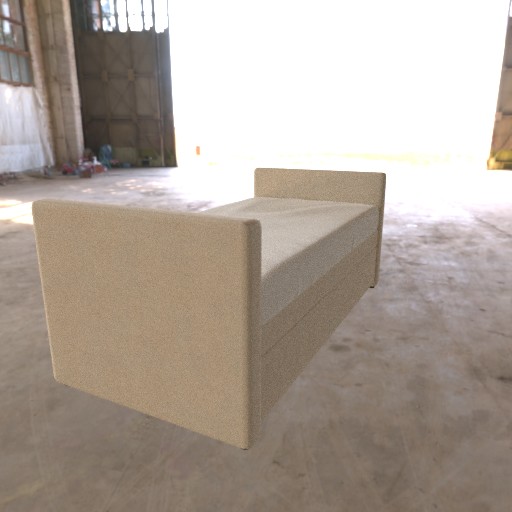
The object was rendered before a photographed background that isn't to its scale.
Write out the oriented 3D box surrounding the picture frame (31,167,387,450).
[{"bbox_3d":[0.000,0.000,2.692,1.069,0.891,2.161,8,17,26],"label":"picture frame"}]
